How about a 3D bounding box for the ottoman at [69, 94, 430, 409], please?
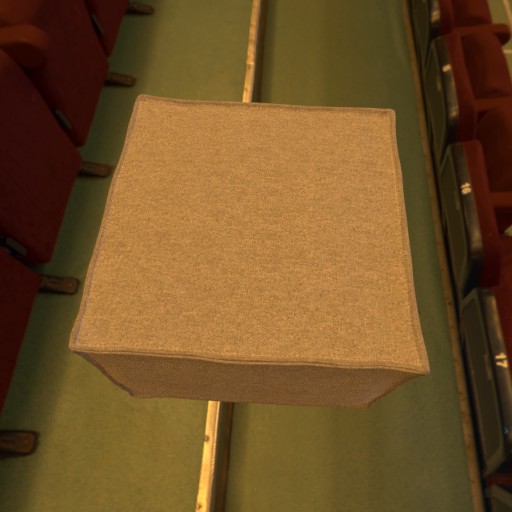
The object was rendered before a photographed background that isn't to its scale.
[{"bbox_3d":[0.000,0.000,1.159,0.696,0.470,0.707,3,62,2],"label":"ottoman"}]
